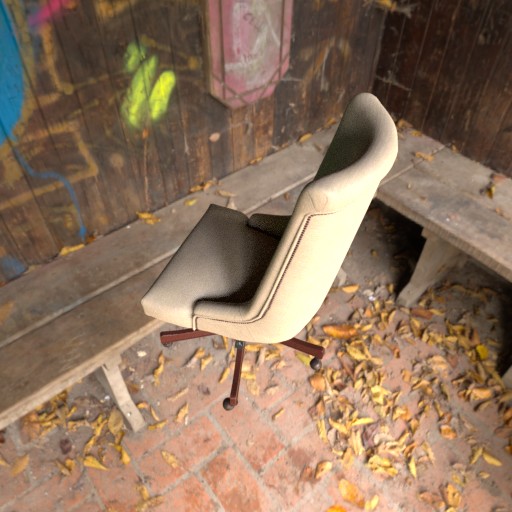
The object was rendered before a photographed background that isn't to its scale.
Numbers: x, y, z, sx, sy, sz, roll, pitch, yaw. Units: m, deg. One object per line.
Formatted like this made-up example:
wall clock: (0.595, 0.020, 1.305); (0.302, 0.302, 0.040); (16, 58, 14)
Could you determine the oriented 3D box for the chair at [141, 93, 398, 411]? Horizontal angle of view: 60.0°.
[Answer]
chair: (0.000, 0.000, 1.448); (0.696, 1.010, 0.645); (16, 49, 15)
